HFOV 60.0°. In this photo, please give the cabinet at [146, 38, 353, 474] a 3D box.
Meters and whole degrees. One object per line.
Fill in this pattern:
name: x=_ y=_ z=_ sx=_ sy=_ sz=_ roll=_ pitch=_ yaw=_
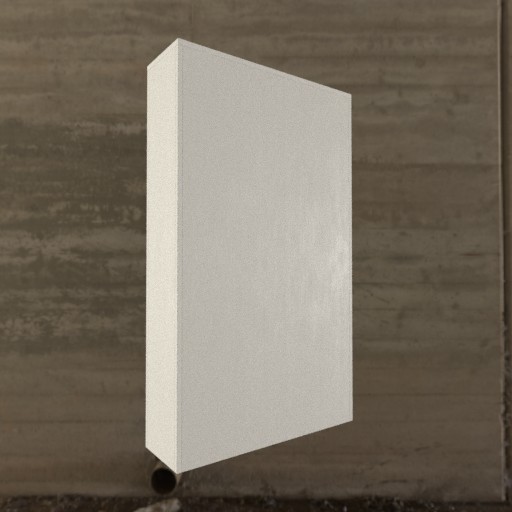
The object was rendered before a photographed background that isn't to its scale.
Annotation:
cabinet: x=0.000 y=0.000 z=1.621 sx=0.750 sy=1.280 sz=0.250 roll=1 pitch=-1 yaw=-36
